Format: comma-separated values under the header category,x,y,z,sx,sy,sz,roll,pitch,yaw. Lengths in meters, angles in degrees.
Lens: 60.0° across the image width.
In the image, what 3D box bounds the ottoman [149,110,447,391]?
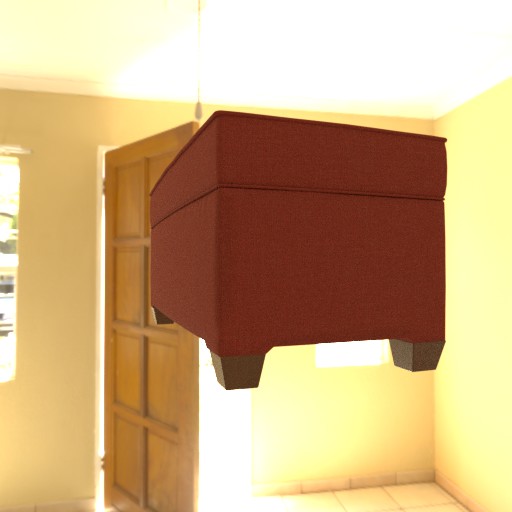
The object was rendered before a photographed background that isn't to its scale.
category,x,y,z,sx,sy,sz,roll,pitch,yaw
ottoman,0.000,0.000,1.208,0.497,0.454,0.948,0,-1,-20
